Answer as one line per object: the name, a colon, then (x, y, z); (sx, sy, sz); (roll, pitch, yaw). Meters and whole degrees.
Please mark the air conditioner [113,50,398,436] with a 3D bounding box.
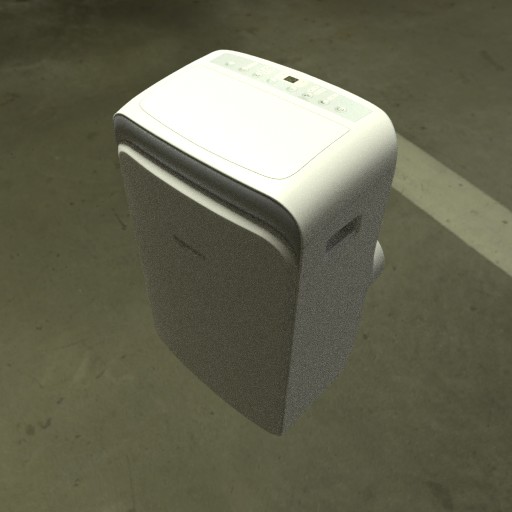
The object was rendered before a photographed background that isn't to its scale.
air conditioner: (0.000, 0.000, 0.926); (0.454, 0.700, 0.365); (33, 55, 27)
